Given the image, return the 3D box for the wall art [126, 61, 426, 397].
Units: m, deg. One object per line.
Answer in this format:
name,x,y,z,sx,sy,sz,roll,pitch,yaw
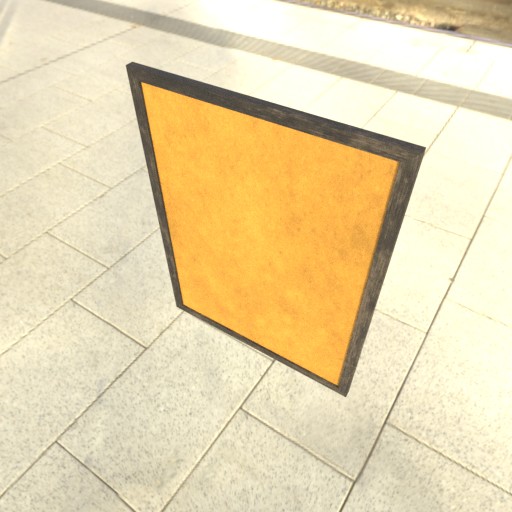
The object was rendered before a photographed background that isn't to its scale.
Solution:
wall art,0.000,0.000,1.441,0.812,1.066,0.029,24,51,21
